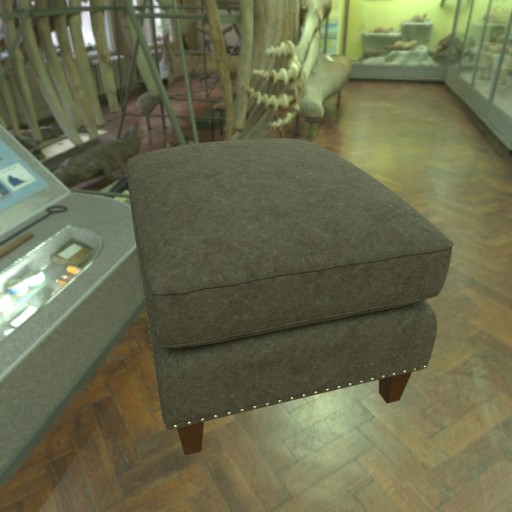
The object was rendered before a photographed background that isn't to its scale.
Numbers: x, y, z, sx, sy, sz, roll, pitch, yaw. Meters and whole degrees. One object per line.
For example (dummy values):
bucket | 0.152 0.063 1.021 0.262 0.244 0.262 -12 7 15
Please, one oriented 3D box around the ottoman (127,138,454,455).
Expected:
ottoman | 0.000 0.000 1.144 0.584 0.513 0.741 -8 31 -15
